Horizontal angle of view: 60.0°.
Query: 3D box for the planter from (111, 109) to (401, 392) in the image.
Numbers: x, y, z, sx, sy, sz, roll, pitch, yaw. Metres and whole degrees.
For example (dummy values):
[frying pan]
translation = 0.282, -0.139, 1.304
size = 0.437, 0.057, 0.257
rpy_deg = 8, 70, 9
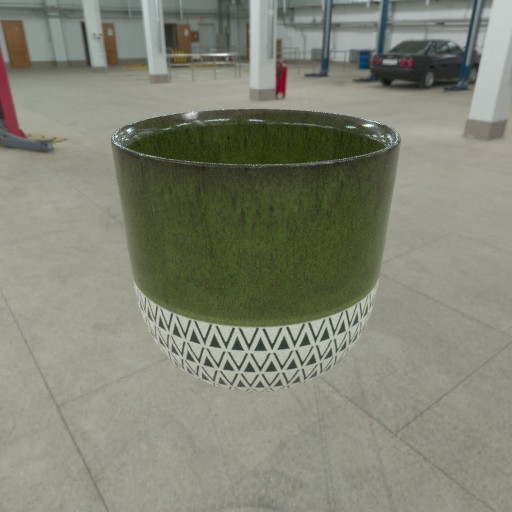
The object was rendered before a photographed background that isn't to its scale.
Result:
[planter]
translation = 0.000, 0.000, 0.482
size = 0.266, 0.270, 0.266
rpy_deg = 0, 26, 0
